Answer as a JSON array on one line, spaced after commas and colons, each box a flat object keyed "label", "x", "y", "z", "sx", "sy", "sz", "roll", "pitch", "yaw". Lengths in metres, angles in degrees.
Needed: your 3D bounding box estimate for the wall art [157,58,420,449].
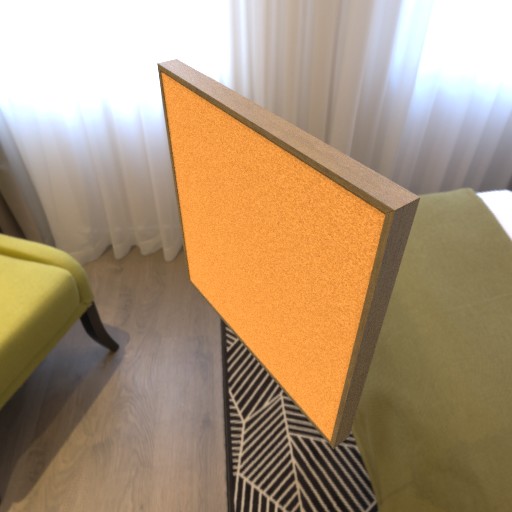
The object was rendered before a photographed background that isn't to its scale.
[{"label": "wall art", "x": 0.000, "y": 0.000, "z": 0.756, "sx": 0.037, "sy": 0.507, "sz": 0.507, "roll": -26, "pitch": 48, "yaw": -26}]
